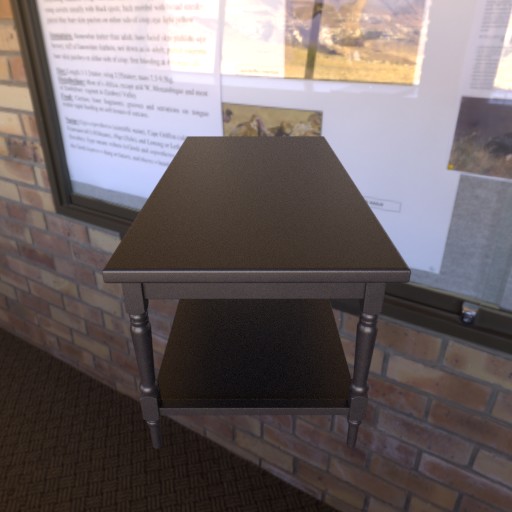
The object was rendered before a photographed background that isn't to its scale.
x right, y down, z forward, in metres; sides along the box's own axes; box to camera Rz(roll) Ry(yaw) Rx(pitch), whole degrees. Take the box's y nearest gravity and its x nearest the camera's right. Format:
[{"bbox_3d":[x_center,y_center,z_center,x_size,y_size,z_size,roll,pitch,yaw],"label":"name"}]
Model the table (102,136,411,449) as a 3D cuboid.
[{"bbox_3d":[0.000,0.000,1.393,0.550,0.510,1.107,0,27,0],"label":"table"}]
